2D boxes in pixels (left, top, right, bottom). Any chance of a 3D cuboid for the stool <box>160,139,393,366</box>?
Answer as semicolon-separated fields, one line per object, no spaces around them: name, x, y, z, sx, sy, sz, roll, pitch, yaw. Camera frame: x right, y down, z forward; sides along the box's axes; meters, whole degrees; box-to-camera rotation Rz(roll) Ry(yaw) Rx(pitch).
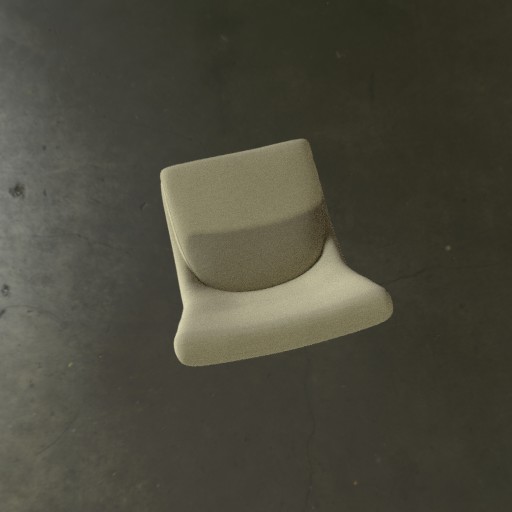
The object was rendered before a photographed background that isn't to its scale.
stool;0.000;0.000;1.334;0.470;0.981;0.577;-13;78;-3
